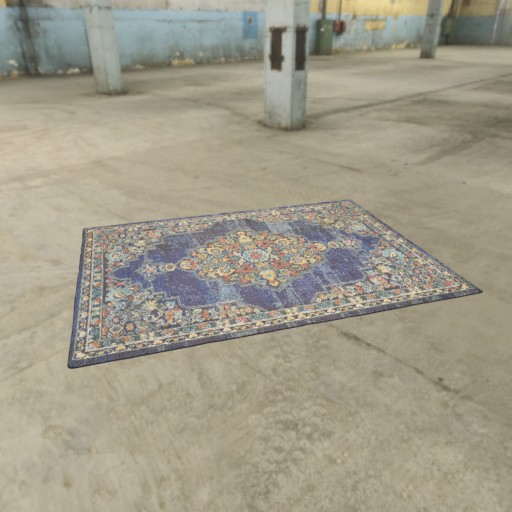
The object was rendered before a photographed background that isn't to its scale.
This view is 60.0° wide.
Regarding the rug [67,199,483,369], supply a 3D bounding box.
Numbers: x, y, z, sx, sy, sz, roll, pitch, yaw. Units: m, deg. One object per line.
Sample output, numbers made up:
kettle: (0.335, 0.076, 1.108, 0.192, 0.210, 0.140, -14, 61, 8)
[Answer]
rug: (0.000, 0.000, 2.928, 2.232, 0.009, 1.630, -8, 28, -15)
